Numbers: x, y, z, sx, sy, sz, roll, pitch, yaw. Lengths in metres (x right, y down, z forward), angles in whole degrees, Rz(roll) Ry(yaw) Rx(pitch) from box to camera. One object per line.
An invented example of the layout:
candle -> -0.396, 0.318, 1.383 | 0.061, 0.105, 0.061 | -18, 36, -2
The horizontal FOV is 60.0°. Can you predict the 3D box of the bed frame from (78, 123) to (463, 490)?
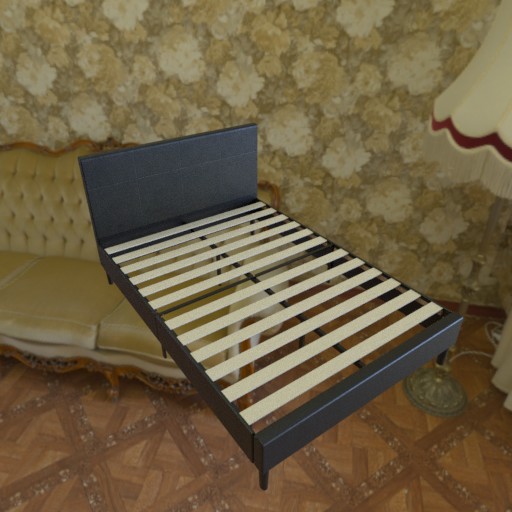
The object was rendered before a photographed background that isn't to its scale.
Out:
bed frame -> 0.000, 0.000, 2.909 | 1.469, 1.046, 2.152 | -21, 37, -30
